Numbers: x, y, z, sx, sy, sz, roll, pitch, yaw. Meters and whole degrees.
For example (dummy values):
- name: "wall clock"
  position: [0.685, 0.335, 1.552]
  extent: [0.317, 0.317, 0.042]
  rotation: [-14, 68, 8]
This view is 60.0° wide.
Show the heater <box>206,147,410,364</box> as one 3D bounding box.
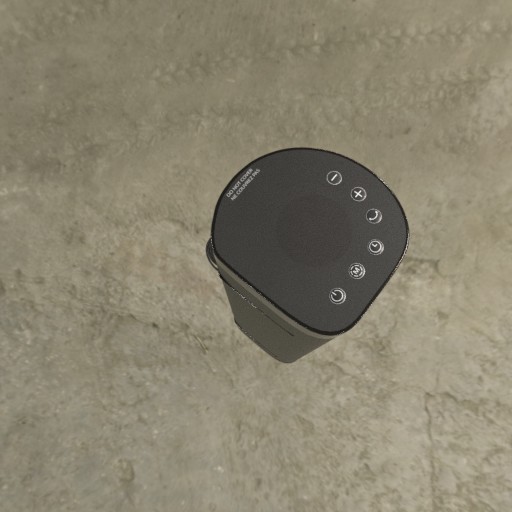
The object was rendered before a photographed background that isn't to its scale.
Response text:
- name: "heater"
  position: [0.000, 0.000, 0.683]
  extent: [0.312, 0.552, 0.174]
  rotation: [38, 77, 10]
